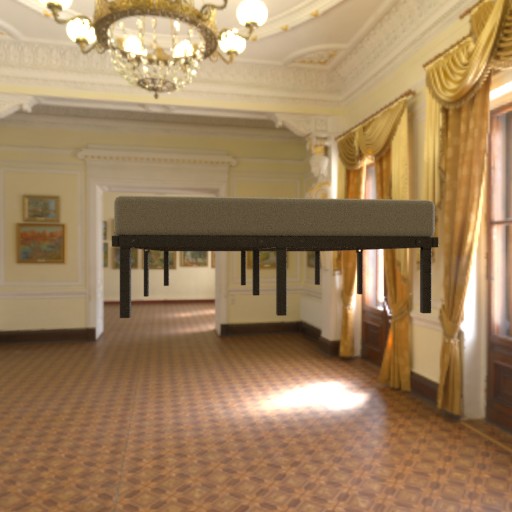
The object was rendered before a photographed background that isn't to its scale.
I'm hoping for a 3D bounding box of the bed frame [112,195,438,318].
[{"bbox_3d":[0.000,0.000,3.840,2.205,0.680,2.842,0,0,1],"label":"bed frame"}]
